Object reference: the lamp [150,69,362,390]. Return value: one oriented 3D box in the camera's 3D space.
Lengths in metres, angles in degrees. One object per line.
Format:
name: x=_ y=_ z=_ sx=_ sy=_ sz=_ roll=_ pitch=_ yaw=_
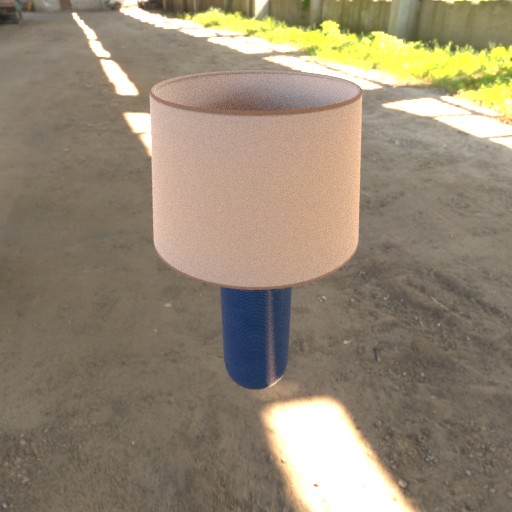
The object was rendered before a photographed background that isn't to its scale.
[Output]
lamp: x=0.000 y=0.000 z=0.837 sx=0.367 sy=0.609 sz=0.367 roll=0 pitch=31 yaw=0
